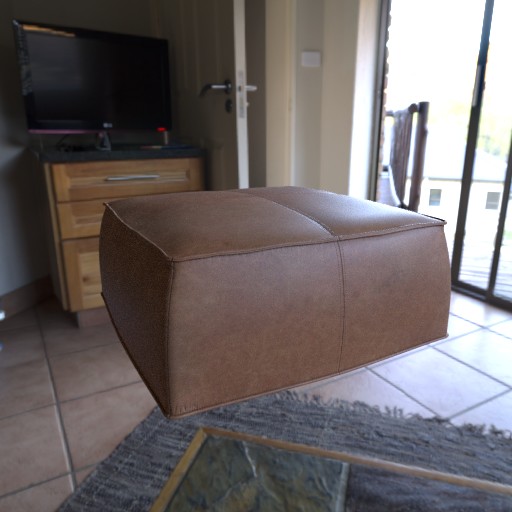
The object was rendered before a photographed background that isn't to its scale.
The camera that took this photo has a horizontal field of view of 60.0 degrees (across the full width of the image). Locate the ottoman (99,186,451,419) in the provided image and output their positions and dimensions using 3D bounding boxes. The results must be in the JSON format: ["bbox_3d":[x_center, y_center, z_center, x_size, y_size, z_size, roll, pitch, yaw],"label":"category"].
[{"bbox_3d":[0.000,0.000,1.428,0.902,0.395,0.901,-8,18,-26],"label":"ottoman"}]
